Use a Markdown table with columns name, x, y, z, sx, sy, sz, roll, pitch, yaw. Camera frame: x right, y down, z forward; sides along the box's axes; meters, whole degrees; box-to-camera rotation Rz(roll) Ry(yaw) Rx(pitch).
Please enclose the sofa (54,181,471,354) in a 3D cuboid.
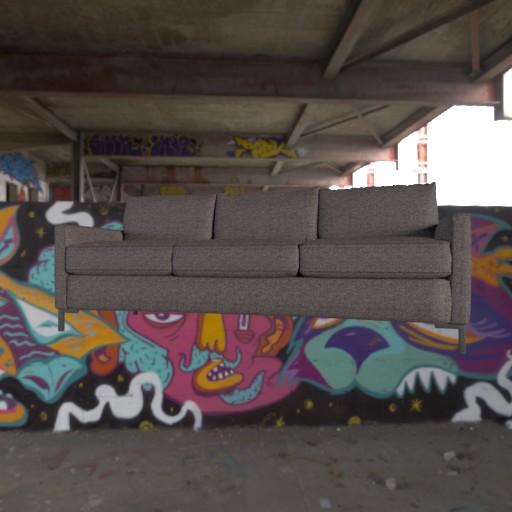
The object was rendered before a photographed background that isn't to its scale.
| name | x | y | z | sx | sy | sz | roll | pitch | yaw |
| --- | --- | --- | --- | --- | --- | --- | --- | --- | --- |
| sofa | 0.000 | 0.000 | 2.660 | 2.253 | 0.882 | 0.876 | 0 | 0 | 17 |
